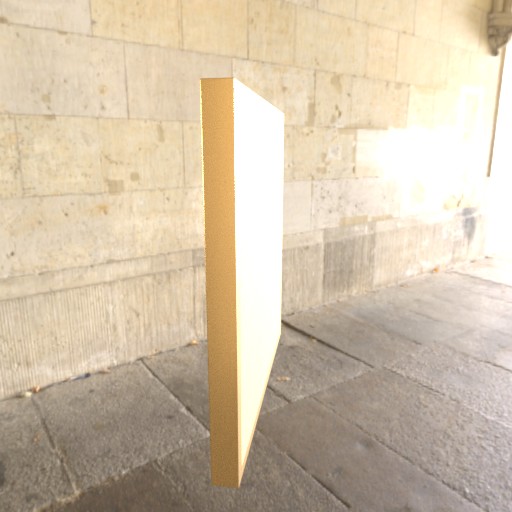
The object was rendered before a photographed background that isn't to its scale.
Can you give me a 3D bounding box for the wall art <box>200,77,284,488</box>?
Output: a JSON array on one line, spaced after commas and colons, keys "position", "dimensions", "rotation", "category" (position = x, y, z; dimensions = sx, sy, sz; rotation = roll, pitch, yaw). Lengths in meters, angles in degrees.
[{"position": [0.000, 0.000, 0.463], "dimensions": [0.023, 0.305, 0.305], "rotation": [2, 14, 9], "category": "wall art"}]
